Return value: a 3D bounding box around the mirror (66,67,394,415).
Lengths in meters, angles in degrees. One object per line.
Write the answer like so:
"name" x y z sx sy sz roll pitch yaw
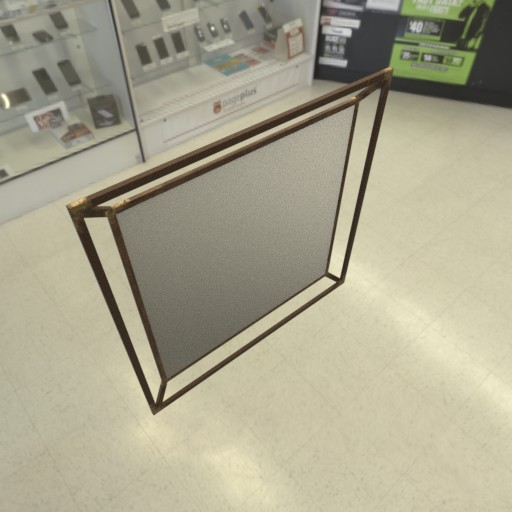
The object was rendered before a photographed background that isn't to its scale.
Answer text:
"mirror" 0.000 0.000 0.901 0.610 0.610 0.032 -30 54 -25
